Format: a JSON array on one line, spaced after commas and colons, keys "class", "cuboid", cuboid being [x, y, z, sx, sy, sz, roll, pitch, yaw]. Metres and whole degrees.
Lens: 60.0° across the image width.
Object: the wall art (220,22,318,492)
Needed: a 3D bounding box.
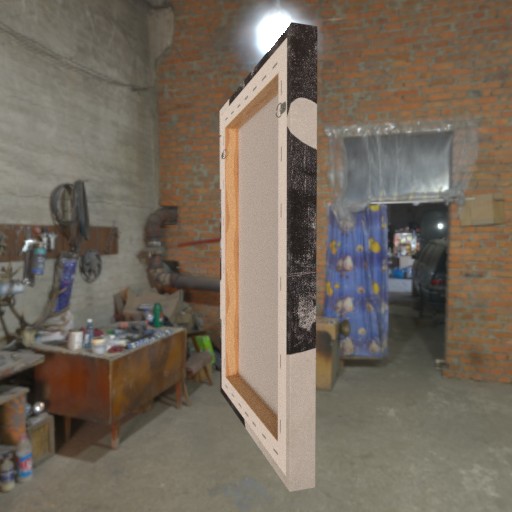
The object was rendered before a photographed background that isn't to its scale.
[{"class": "wall art", "cuboid": [0.000, 0.000, 0.773, 0.039, 0.610, 0.407, -1, 2, -18]}]
